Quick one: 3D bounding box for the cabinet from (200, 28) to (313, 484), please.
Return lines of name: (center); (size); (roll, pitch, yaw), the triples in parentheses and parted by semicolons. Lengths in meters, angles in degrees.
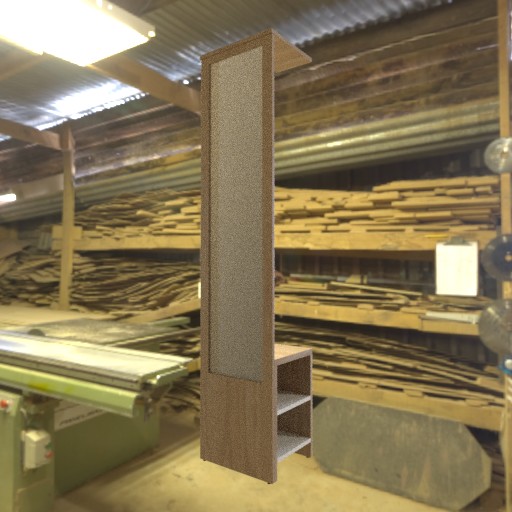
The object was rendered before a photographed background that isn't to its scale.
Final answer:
cabinet: (0.000, 0.000, 2.072); (0.411, 1.879, 0.338); (-1, -2, 37)
